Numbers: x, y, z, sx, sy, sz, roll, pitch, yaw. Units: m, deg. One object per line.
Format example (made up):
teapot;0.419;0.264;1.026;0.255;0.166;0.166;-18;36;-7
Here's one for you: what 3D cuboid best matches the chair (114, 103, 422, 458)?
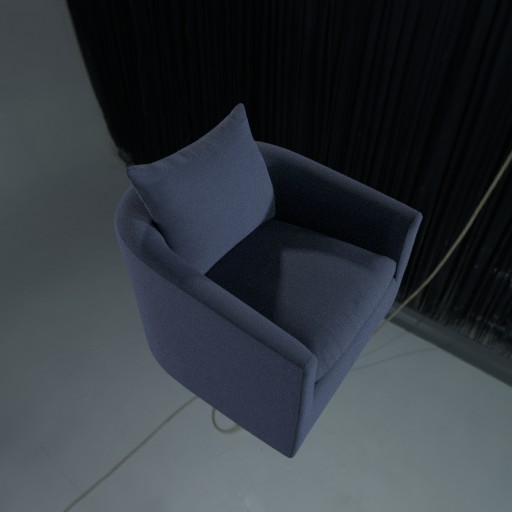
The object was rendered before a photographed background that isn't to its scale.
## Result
chair;0.000;0.000;1.645;0.910;0.848;0.845;25;48;26
